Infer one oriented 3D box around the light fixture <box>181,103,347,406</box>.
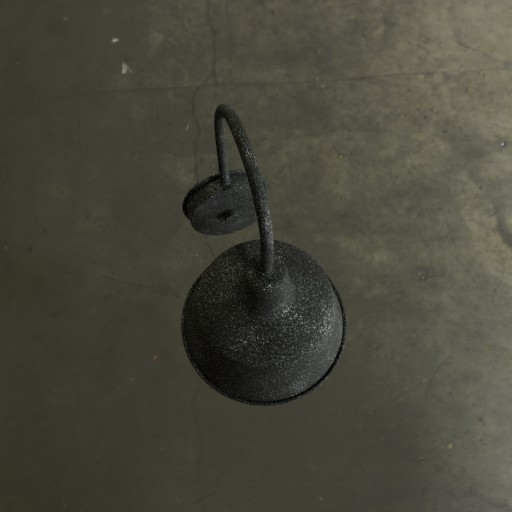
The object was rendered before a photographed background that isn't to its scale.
[{"bbox_3d":[0.000,0.000,0.484,0.216,0.300,0.283,-16,65,-8],"label":"light fixture"}]
